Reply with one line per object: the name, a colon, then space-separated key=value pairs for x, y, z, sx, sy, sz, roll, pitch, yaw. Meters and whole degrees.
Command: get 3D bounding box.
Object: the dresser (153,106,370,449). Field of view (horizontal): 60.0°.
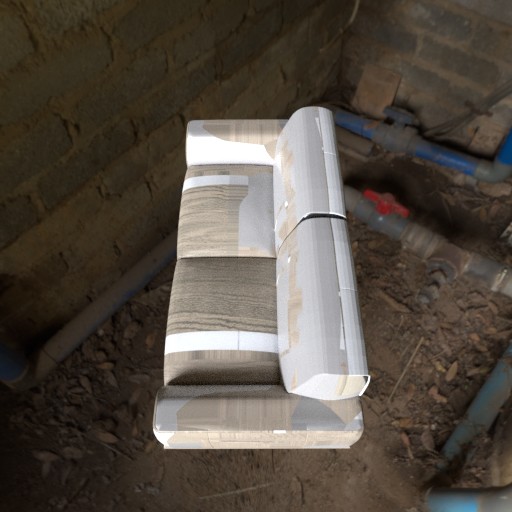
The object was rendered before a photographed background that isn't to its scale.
dresser: x=0.000 y=0.000 z=5.949 sx=2.251 sy=1.863 sz=4.679 roll=0 pitch=58 yaw=0
